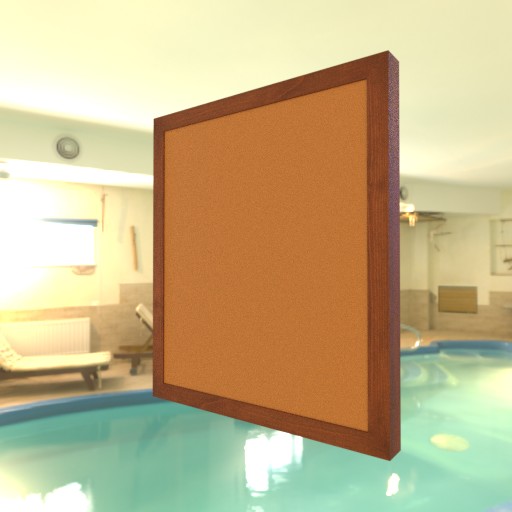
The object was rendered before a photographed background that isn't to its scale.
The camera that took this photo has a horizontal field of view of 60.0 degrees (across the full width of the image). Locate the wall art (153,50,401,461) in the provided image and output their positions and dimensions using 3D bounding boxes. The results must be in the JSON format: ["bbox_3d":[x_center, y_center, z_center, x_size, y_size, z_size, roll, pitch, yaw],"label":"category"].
[{"bbox_3d":[0.000,0.000,0.521,0.330,0.381,0.030,-1,-1,37],"label":"wall art"}]
